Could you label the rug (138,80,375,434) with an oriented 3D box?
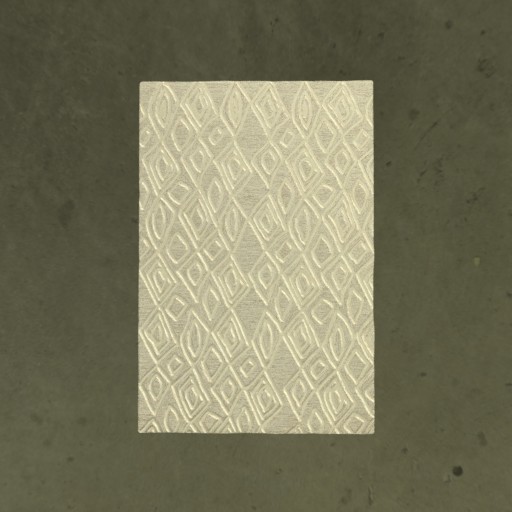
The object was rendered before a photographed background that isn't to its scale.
[{"bbox_3d":[0.000,0.000,2.302,1.224,0.016,1.832,0,89,1],"label":"rug"}]
